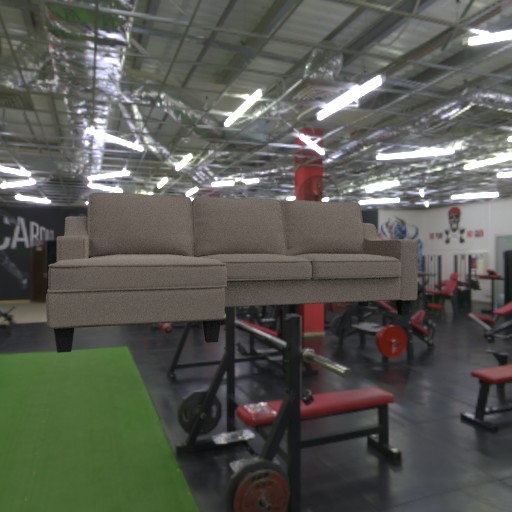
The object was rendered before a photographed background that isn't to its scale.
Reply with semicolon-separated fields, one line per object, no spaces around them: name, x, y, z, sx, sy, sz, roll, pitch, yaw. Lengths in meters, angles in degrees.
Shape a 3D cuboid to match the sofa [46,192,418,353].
sofa;0.000;0.000;3.126;2.561;0.928;1.294;0;1;-19
